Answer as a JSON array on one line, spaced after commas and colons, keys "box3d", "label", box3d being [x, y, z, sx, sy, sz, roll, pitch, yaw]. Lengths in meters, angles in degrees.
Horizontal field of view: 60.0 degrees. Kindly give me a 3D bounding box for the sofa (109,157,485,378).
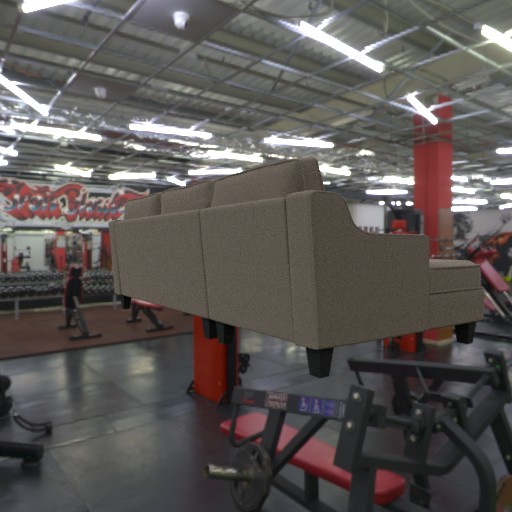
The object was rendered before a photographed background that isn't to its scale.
[{"box3d": [0.000, 0.000, 3.093, 1.294, 0.928, 2.561, -1, 2, -35], "label": "sofa"}]
